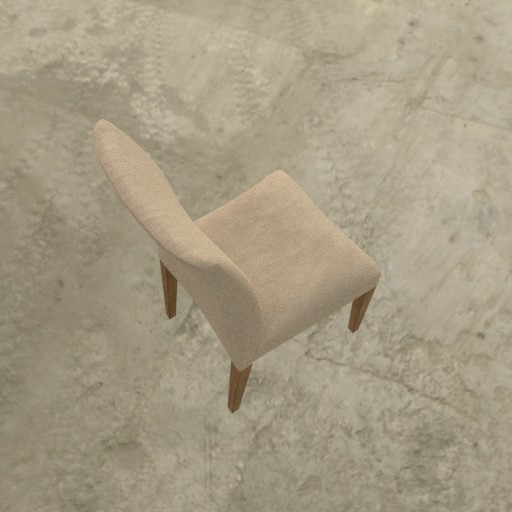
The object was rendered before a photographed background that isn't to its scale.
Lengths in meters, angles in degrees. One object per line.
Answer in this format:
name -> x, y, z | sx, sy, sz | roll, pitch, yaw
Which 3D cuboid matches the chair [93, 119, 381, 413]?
chair -> 0.000, 0.000, 1.270 | 0.585, 0.940, 0.496 | -31, 63, -18
